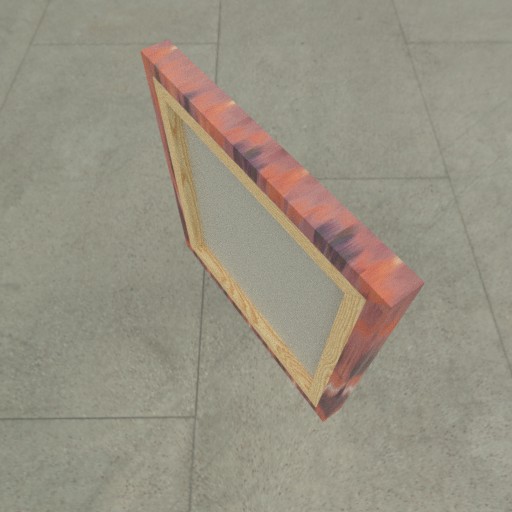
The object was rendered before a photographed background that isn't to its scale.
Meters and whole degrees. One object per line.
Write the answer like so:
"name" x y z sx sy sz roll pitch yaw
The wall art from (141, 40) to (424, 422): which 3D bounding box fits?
"wall art" 0.000 0.000 0.601 0.038 0.406 0.403 -32 63 -18
